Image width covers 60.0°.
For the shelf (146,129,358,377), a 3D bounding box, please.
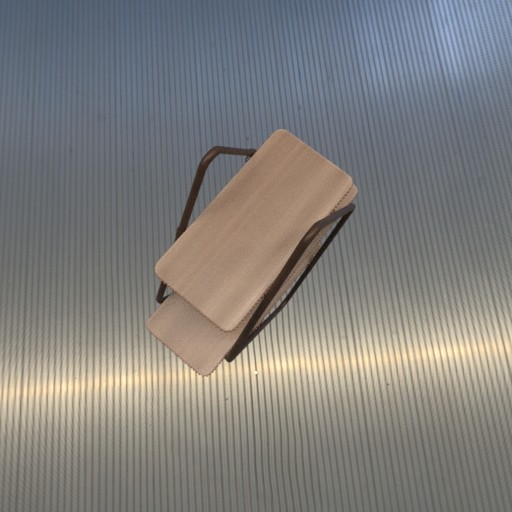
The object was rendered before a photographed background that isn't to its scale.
[{"bbox_3d":[0.000,0.000,1.100,0.234,0.774,0.609,38,78,9],"label":"shelf"}]
